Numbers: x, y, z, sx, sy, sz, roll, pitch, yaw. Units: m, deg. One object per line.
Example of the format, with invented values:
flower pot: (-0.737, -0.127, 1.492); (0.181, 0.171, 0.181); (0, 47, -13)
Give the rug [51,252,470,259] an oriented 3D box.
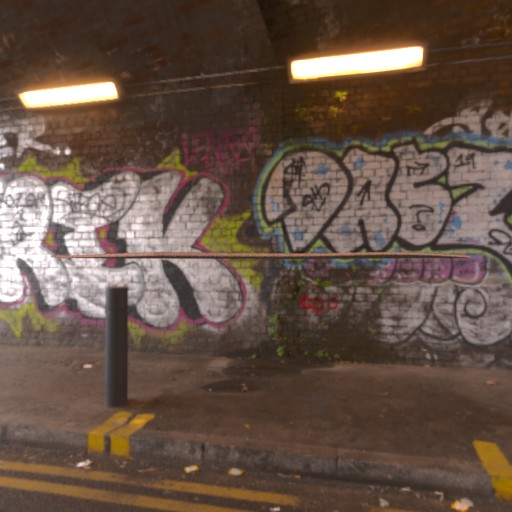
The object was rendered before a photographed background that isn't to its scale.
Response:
rug: (0.000, 0.000, 4.117); (3.052, 0.043, 2.453); (0, -1, -36)
